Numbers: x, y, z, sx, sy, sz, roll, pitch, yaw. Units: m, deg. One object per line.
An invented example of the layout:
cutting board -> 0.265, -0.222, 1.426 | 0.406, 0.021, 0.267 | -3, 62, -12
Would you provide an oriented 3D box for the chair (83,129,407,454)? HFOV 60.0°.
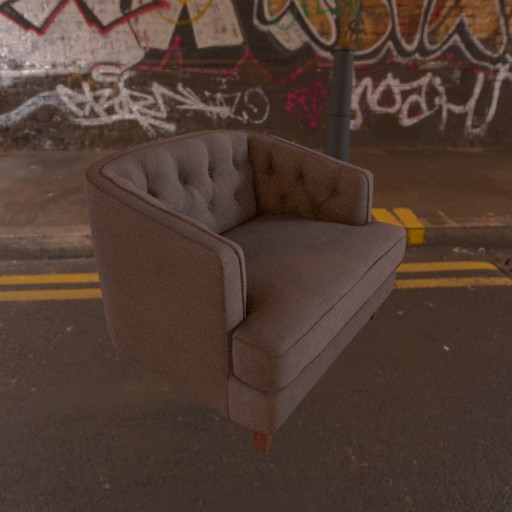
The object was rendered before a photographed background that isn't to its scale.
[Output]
chair -> 0.000, 0.000, 1.807 | 0.941, 0.852, 1.104 | 17, 31, 31
